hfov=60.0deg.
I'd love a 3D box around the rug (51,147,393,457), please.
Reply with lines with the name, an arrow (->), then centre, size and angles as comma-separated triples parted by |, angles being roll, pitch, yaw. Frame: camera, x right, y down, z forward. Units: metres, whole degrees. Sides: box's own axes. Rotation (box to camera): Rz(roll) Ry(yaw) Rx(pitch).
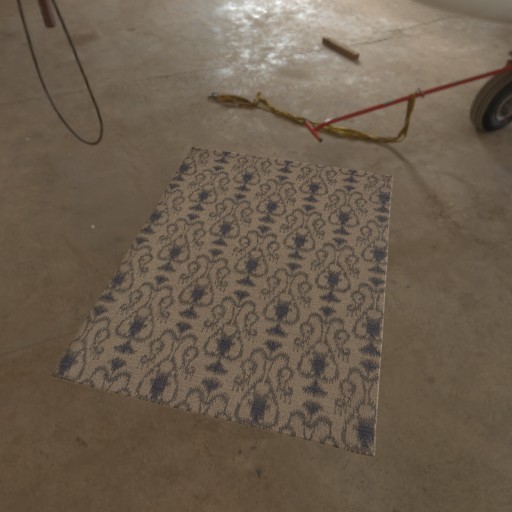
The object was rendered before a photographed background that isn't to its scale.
rug -> 0.000, 0.000, 4.229 | 2.437, 0.015, 3.205 | 10, 48, 9
